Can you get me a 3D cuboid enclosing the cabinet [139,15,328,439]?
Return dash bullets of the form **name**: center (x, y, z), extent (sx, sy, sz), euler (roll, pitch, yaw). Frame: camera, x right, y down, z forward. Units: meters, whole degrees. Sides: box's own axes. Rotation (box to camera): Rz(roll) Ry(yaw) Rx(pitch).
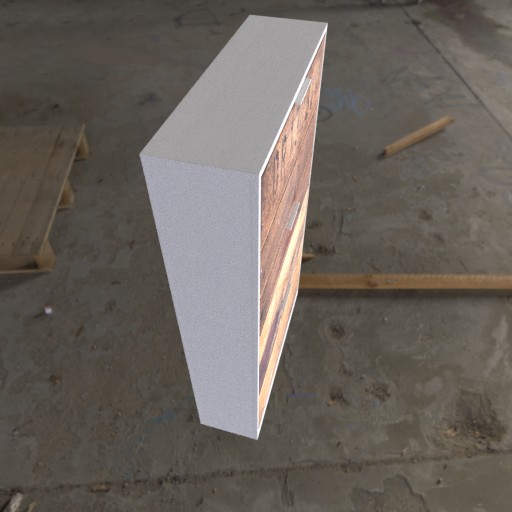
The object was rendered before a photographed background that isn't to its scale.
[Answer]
- **cabinet**: center (0.000, 0.000, 1.533), extent (0.250, 1.280, 0.750), euler (12, 48, 11)
